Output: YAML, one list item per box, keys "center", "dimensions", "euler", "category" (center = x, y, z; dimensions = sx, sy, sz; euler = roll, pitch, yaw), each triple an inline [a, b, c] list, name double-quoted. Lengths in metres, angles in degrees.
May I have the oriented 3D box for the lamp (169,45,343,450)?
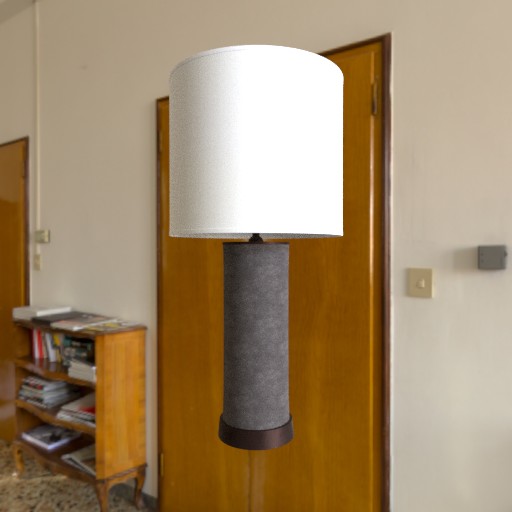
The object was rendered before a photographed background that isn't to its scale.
- center: [0.000, 0.000, 0.782]
  dimensions: [0.301, 0.630, 0.301]
  euler: [0, 1, 0]
  category: "lamp"
